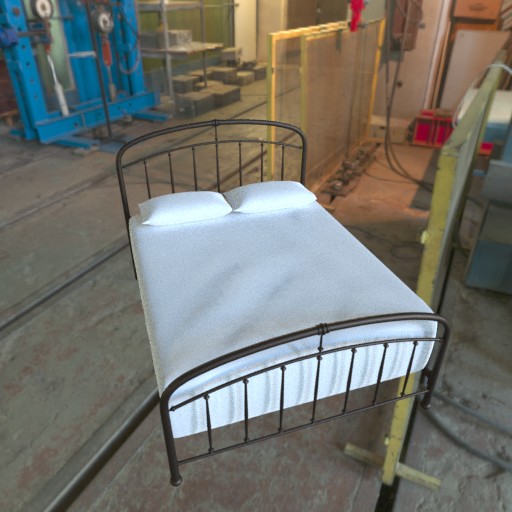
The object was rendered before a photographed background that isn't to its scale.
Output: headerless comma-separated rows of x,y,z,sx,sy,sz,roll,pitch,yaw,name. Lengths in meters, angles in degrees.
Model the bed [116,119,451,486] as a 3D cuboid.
0.000,0.000,3.182,1.711,1.425,2.180,-10,33,-16,bed
